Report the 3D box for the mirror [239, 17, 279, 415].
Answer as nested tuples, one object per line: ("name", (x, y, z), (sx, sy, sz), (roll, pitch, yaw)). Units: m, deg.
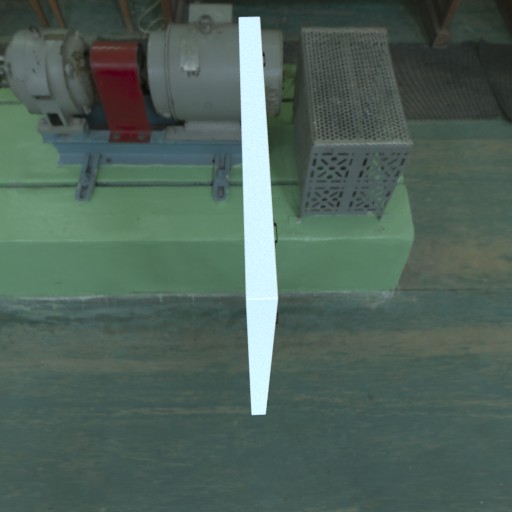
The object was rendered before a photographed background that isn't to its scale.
("mirror", (0.000, 0.000, 0.917), (0.040, 0.710, 0.507), (-2, 61, -1))
